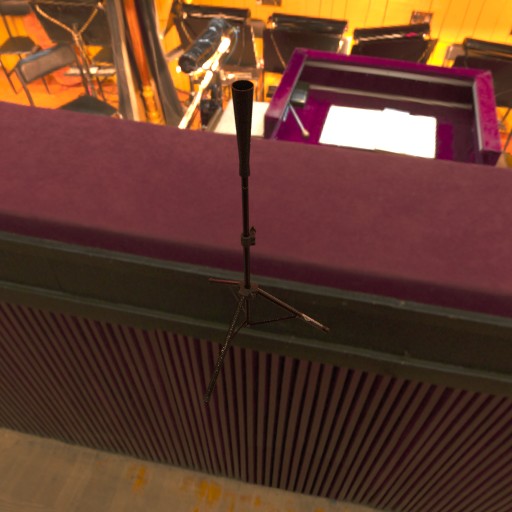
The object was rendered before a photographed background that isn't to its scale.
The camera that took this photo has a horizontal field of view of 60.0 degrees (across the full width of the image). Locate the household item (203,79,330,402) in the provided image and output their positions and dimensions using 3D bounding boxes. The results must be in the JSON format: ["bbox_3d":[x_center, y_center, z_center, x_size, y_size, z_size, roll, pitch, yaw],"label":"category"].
[{"bbox_3d":[0.000,0.000,1.385,0.559,1.067,0.559,10,49,9],"label":"household item"}]
